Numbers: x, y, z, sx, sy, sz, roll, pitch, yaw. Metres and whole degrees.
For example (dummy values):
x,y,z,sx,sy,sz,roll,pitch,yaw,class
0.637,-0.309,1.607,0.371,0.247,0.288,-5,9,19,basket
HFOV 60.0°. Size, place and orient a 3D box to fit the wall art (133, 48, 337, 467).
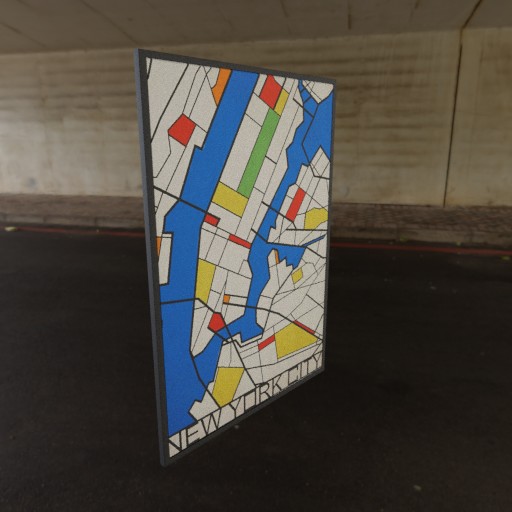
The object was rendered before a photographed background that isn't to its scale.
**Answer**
x,y,z,sx,sy,sz,roll,pitch,yaw,class
0.000,0.000,0.832,0.013,0.657,0.457,14,21,43,wall art
